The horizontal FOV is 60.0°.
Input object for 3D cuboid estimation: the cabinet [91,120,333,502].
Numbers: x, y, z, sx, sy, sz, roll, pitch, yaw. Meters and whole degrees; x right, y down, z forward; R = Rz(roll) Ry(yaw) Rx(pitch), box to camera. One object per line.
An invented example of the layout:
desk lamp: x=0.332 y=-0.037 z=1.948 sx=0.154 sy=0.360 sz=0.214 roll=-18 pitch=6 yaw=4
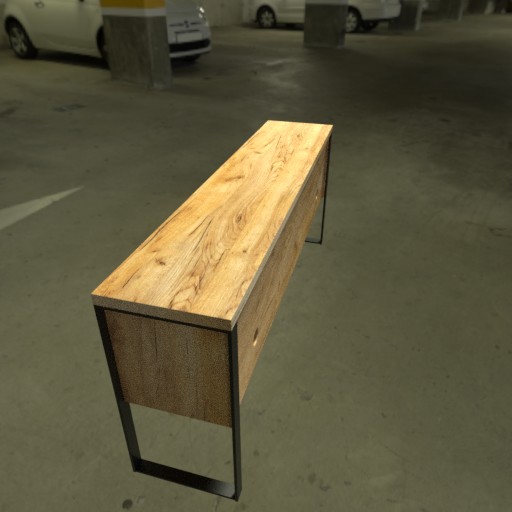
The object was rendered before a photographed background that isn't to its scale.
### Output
cabinet: x=0.000 y=0.000 z=2.035 sx=0.395 sy=0.762 sz=1.800 roll=9 pitch=32 yaw=14
